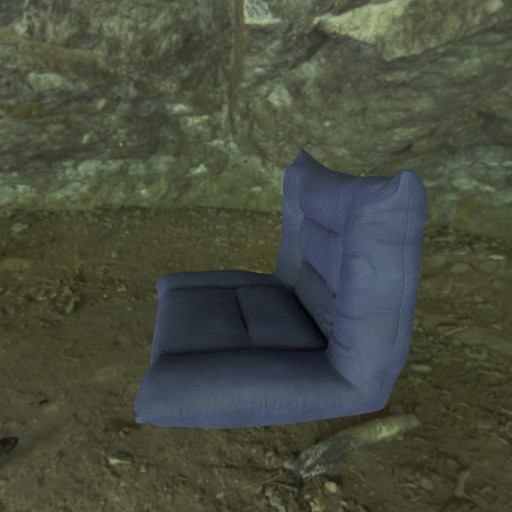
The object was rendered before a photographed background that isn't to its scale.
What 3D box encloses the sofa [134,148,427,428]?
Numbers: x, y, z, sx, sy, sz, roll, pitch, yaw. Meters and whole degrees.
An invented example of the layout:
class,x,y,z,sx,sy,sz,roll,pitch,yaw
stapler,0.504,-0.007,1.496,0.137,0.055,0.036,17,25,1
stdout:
class,x,y,z,sx,sy,sz,roll,pitch,yaw
sofa,0.000,0.000,1.698,0.849,0.778,1.122,-2,15,-9
